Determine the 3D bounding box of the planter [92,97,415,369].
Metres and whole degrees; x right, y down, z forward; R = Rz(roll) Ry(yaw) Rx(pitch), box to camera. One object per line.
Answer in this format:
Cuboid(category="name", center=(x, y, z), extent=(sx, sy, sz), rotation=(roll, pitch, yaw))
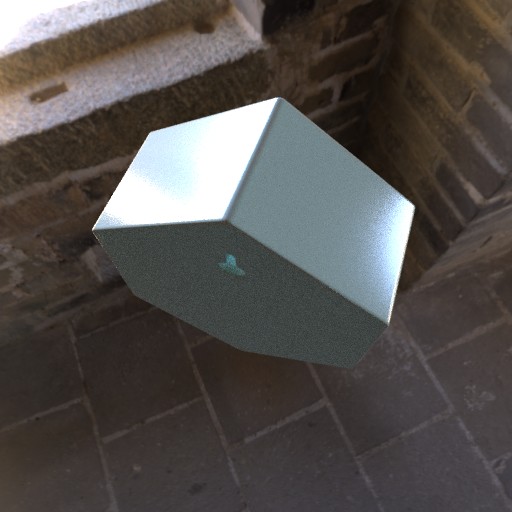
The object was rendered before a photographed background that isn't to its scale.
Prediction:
Cuboid(category="planter", center=(0.000, 0.000, 0.295), extent=(0.169, 0.207, 0.078), rotation=(17, 64, 9))
